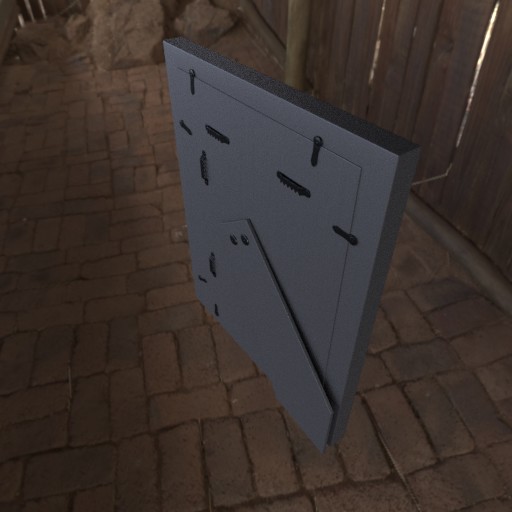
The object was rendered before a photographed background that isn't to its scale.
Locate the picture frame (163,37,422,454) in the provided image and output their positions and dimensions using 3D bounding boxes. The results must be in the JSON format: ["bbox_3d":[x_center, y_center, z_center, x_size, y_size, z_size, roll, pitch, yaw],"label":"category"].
[{"bbox_3d":[0.000,0.000,0.493,0.036,0.383,0.307,-26,47,-27],"label":"picture frame"}]
